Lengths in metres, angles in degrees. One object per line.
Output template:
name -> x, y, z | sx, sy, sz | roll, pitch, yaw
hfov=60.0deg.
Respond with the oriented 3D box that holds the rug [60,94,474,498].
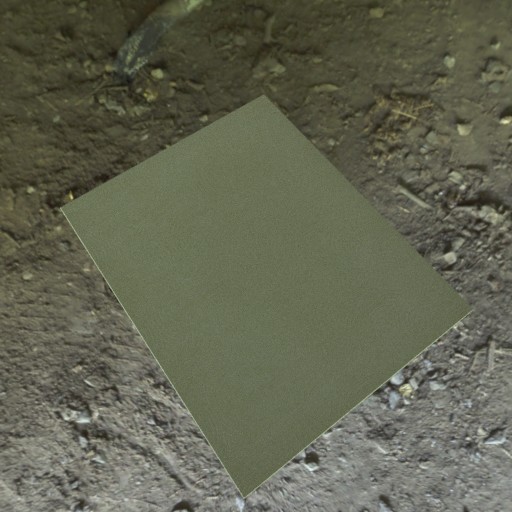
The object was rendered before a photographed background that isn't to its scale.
rug -> 0.000, 0.000, 3.432 | 2.073, 0.011, 2.584 | -34, 70, -14
